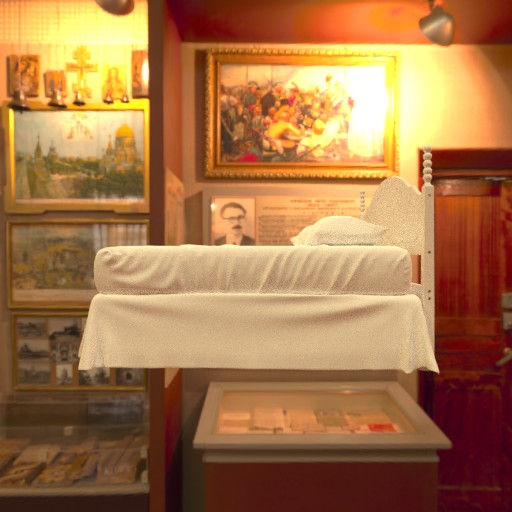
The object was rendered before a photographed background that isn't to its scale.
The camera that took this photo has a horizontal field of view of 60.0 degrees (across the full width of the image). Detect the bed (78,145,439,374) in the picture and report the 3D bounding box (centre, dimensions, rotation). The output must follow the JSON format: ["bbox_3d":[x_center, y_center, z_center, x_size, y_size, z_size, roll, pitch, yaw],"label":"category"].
[{"bbox_3d":[0.000,0.000,3.653,2.219,1.355,2.322,0,0,2],"label":"bed"}]
